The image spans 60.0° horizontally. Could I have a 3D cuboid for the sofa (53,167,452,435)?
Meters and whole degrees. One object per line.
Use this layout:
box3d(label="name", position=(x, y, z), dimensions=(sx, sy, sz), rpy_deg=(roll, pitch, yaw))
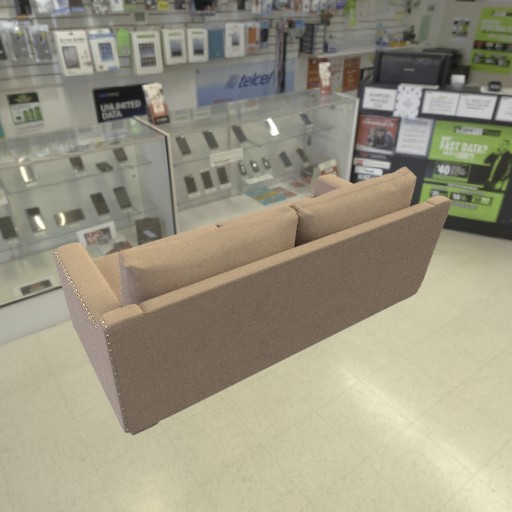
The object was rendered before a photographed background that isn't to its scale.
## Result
box3d(label="sofa", position=(0.000, 0.000, 2.535), dimensions=(1.967, 0.901, 1.030), rpy_deg=(-19, 37, -28))
